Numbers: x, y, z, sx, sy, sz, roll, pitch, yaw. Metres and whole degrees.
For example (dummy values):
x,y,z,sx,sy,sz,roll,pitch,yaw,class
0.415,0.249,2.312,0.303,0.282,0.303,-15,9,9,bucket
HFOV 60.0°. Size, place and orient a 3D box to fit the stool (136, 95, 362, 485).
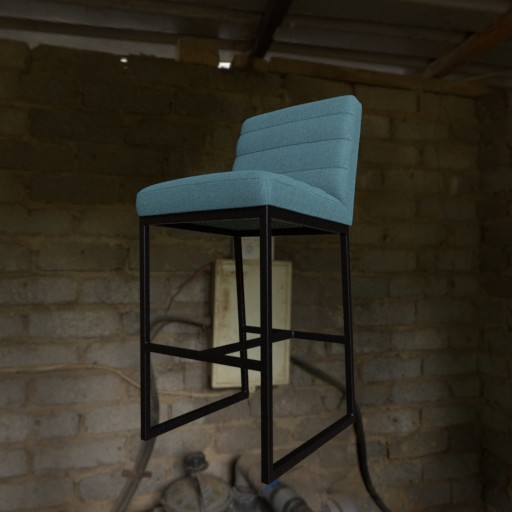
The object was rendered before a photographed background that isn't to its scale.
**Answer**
x,y,z,sx,sy,sz,roll,pitch,yaw,class
0.000,0.000,1.337,0.460,1.040,0.560,0,-1,36,stool
